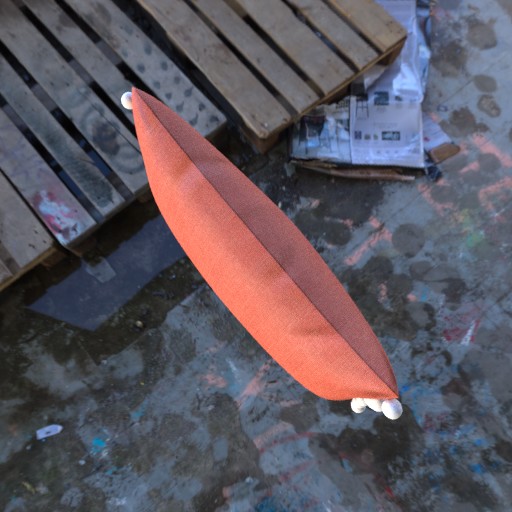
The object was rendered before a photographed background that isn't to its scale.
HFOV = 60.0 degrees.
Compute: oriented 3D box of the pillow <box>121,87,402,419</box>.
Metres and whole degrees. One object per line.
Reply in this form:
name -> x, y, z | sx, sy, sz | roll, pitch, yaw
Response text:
pillow -> 0.000, 0.000, 0.835 | 0.201, 0.322, 0.709 | -38, 77, -10
